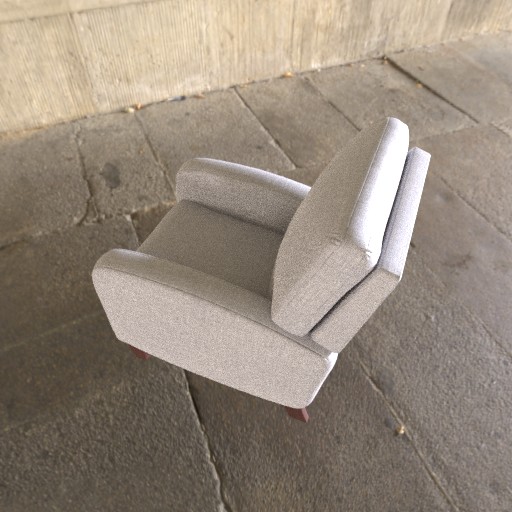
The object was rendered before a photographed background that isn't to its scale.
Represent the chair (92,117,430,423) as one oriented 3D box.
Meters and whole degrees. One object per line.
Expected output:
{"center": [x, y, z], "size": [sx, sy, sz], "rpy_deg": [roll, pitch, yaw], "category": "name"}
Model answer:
{"center": [0.000, 0.000, 1.672], "size": [0.990, 0.990, 0.762], "rpy_deg": [17, 49, 15], "category": "chair"}
